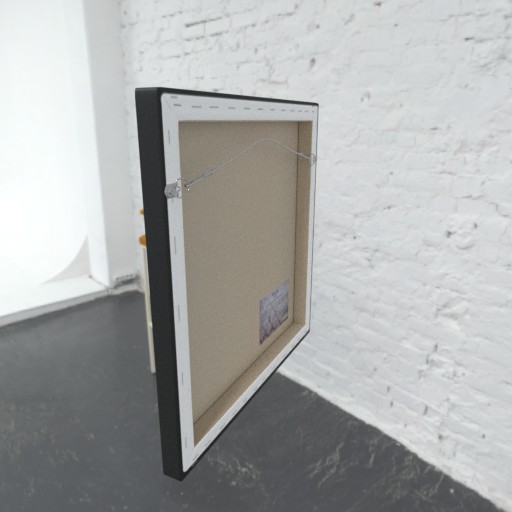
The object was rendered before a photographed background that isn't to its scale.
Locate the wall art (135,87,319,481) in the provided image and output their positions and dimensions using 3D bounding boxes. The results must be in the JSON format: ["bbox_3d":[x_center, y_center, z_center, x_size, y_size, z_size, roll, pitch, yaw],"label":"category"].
[{"bbox_3d":[0.000,0.000,0.906,0.043,0.611,0.610,8,19,26],"label":"wall art"}]
